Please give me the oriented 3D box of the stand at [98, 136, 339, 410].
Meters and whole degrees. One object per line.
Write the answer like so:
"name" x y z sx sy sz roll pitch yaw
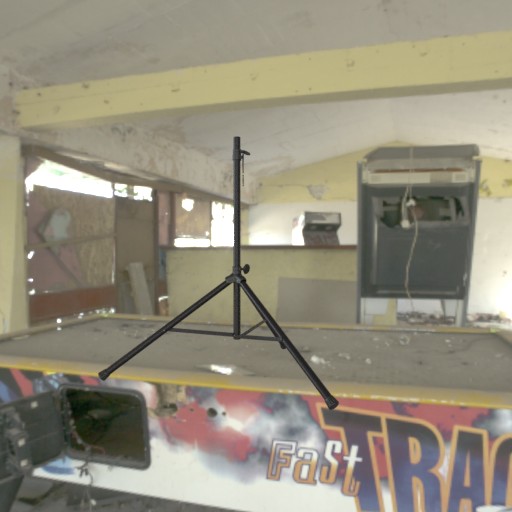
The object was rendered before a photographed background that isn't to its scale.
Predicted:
"stand" 0.000 0.000 2.802 1.596 1.595 1.339 0 0 -37
